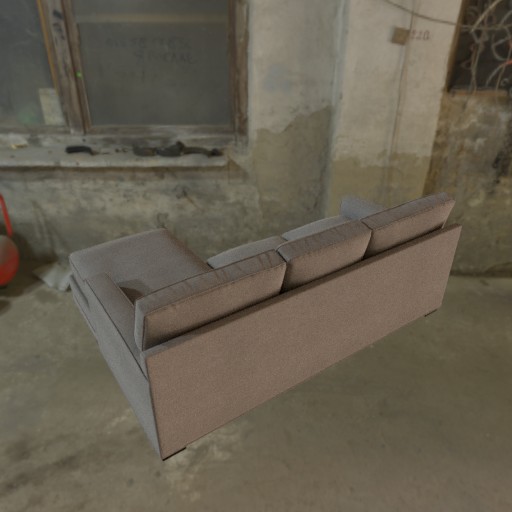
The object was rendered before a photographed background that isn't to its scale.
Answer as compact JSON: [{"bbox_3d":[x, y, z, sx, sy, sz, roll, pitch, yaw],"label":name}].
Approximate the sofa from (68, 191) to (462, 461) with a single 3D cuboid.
[{"bbox_3d":[0.000,0.000,2.885,2.087,0.861,1.496,-19,36,-29],"label":"sofa"}]
